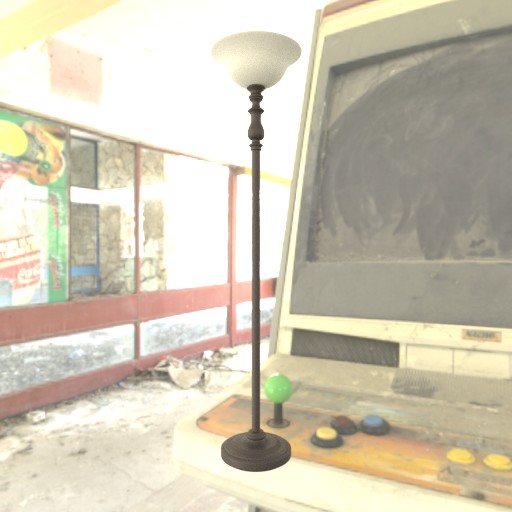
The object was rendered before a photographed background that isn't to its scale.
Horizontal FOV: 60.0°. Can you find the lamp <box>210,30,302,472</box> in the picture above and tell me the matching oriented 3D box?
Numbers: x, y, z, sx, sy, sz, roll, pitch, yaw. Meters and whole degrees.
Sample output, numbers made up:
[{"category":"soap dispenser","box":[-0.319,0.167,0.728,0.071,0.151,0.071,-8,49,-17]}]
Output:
[{"category":"lamp","box":[0.000,0.000,1.973,0.405,1.797,0.405,-1,1,-36]}]
